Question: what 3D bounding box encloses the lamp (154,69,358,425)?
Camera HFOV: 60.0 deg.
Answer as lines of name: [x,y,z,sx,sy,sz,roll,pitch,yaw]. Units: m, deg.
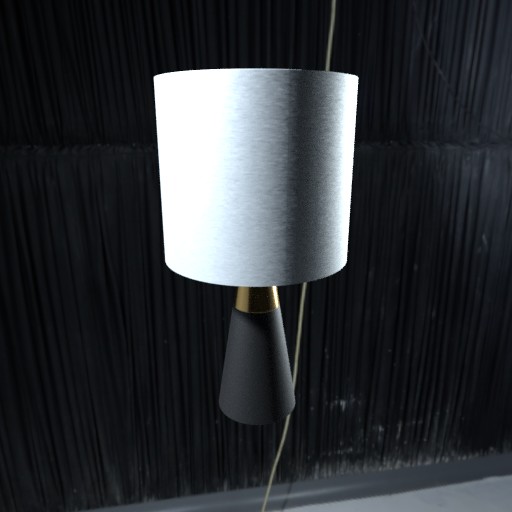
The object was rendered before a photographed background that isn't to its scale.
lamp: [0.000,0.000,0.767,0.308,0.580,0.308,-3,17,-9]
